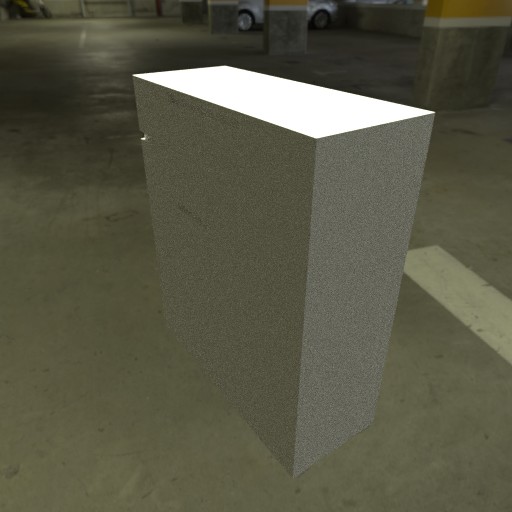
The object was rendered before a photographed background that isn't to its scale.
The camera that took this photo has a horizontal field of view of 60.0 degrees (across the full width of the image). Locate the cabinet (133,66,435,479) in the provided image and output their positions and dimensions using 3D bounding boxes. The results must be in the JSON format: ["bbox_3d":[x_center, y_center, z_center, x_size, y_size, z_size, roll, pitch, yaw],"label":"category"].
[{"bbox_3d":[0.000,0.000,1.671,0.400,1.190,1.000,-20,36,-30],"label":"cabinet"}]
